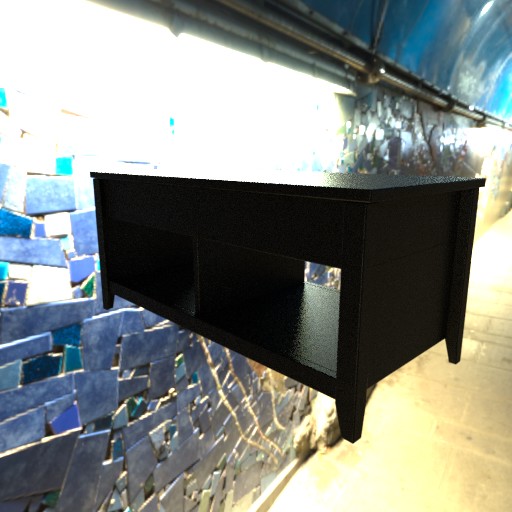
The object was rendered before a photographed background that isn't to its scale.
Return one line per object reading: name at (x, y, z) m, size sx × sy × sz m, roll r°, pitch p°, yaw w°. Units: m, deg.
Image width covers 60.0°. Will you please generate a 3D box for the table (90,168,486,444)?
table at (0.000, 0.000, 1.256) m, size 0.483 × 0.457 × 1.016 m, roll -12°, pitch 18°, yaw -42°
